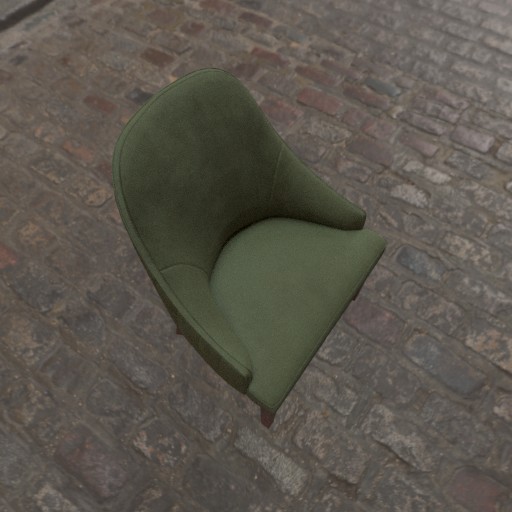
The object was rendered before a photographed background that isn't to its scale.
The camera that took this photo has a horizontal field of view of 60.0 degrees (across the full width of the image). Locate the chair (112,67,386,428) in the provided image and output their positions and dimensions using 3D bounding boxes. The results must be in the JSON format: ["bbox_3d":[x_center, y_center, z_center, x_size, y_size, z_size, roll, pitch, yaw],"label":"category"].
[{"bbox_3d":[0.000,0.000,1.290,0.575,0.889,0.643,32,64,17],"label":"chair"}]
